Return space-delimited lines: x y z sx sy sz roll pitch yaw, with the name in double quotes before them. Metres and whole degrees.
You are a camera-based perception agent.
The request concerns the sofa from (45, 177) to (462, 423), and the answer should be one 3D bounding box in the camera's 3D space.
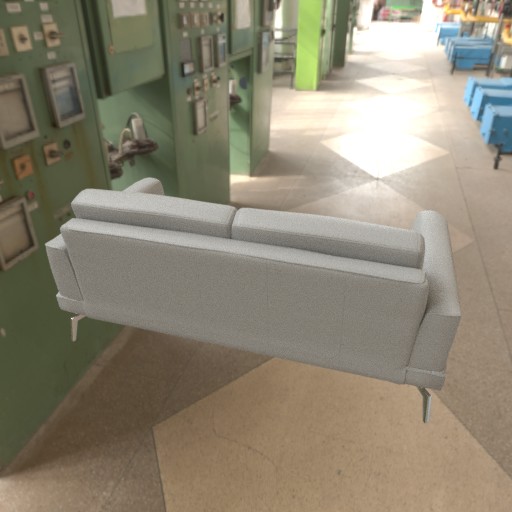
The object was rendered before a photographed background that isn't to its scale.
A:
"sofa" 0.000 0.000 2.644 2.177 0.930 1.121 9 32 15
